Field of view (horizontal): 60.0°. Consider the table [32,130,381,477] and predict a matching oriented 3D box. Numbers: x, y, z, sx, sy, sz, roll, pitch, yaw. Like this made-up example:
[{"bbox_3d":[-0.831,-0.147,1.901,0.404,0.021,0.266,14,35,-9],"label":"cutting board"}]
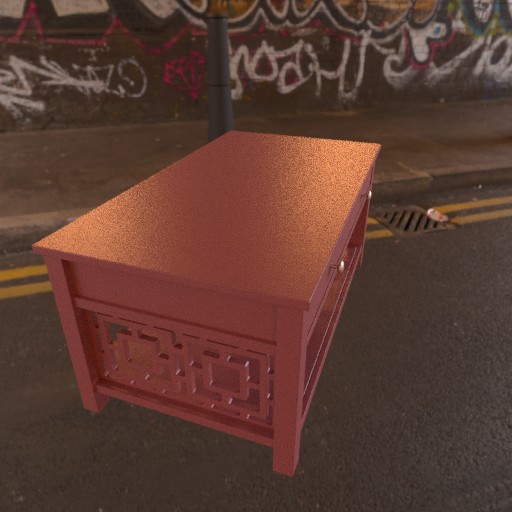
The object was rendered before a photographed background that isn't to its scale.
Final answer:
[{"bbox_3d":[0.000,0.000,1.396,0.612,0.493,1.068,10,31,18],"label":"table"}]
